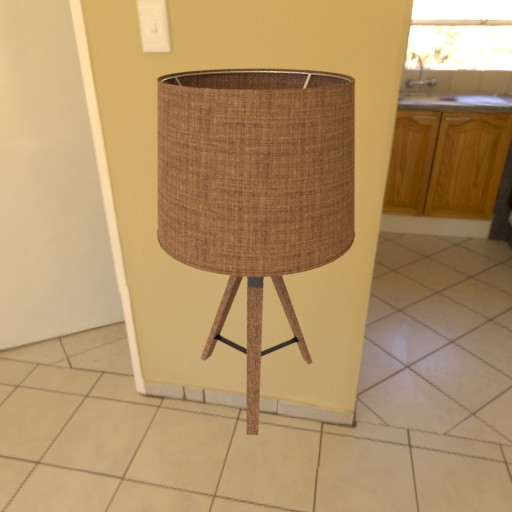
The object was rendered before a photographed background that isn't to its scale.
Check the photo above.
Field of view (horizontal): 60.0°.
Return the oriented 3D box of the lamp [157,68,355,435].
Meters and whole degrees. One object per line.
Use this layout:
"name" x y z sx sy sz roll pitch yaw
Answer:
"lamp" 0.000 0.000 0.684 0.290 0.514 0.290 0 28 0
